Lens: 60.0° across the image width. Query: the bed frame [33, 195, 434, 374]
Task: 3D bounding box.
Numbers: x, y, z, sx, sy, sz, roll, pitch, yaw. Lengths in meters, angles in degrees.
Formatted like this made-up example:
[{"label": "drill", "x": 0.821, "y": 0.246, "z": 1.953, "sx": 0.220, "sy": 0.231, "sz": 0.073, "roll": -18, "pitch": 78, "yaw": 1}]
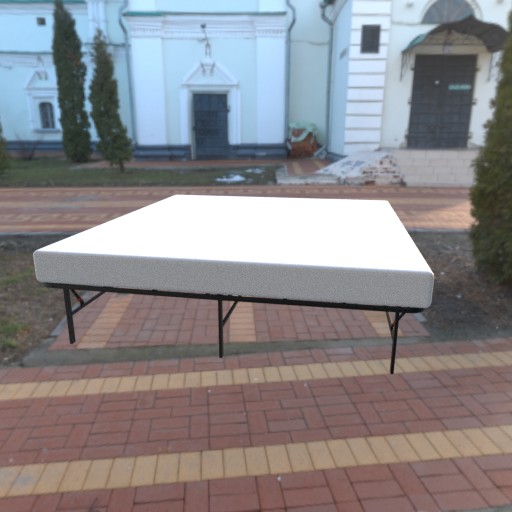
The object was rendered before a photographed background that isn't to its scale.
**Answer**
[{"label": "bed frame", "x": 0.000, "y": 0.000, "z": 3.087, "sx": 1.935, "sy": 0.525, "sz": 2.033, "roll": 3, "pitch": 16, "yaw": 10}]
